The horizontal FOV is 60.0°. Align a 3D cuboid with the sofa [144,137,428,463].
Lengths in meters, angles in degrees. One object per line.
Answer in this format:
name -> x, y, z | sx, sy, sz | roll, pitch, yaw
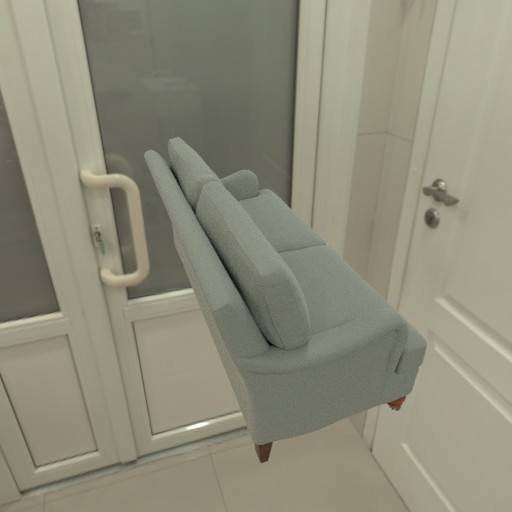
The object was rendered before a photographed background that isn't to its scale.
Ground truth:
sofa -> 0.000, 0.000, 2.840 | 1.069, 1.096, 2.193 | -10, 31, -17
